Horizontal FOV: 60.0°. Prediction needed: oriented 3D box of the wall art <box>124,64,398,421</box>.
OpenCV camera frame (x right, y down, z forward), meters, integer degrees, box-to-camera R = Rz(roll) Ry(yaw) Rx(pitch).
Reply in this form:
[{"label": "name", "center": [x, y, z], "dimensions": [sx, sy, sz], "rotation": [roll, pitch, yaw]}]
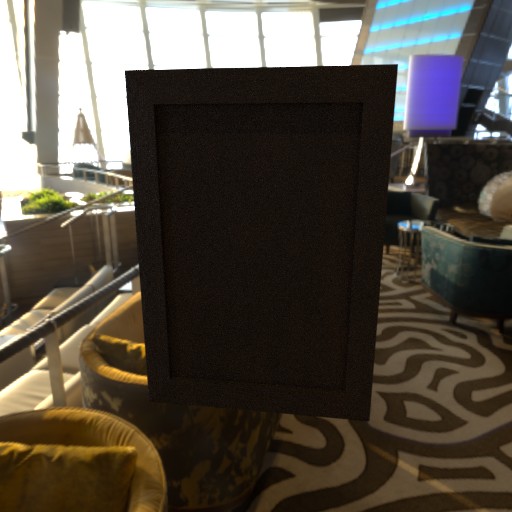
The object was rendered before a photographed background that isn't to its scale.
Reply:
[{"label": "wall art", "center": [0.000, 0.000, 0.652], "dimensions": [0.359, 0.513, 0.017], "rotation": [2, 16, 8]}]
